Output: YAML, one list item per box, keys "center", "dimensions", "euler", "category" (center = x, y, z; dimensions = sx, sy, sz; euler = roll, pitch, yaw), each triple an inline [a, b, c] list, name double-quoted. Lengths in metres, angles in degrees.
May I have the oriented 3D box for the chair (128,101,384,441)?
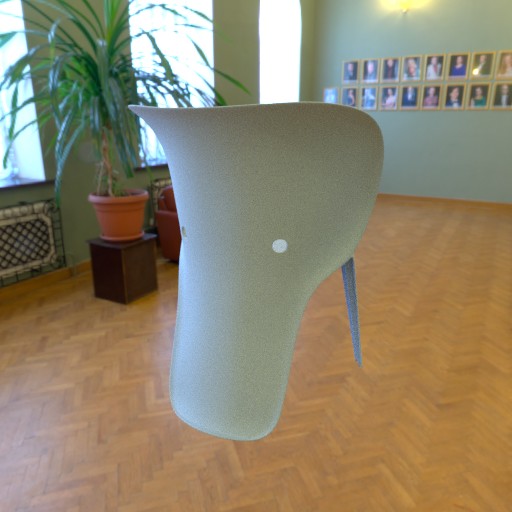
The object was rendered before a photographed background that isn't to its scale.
- center: [0.000, 0.000, 0.864]
  dimensions: [0.451, 0.554, 0.402]
  euler: [9, 19, 26]
  category: "chair"
